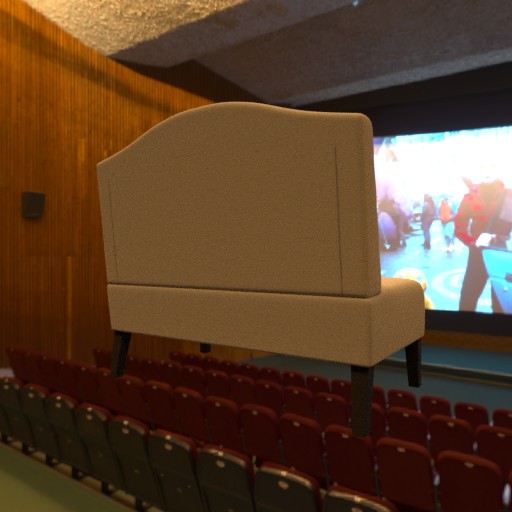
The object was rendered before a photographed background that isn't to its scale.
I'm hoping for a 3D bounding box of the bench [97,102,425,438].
[{"bbox_3d":[0.000,0.000,2.065,1.335,1.180,0.815,0,0,34],"label":"bench"}]
